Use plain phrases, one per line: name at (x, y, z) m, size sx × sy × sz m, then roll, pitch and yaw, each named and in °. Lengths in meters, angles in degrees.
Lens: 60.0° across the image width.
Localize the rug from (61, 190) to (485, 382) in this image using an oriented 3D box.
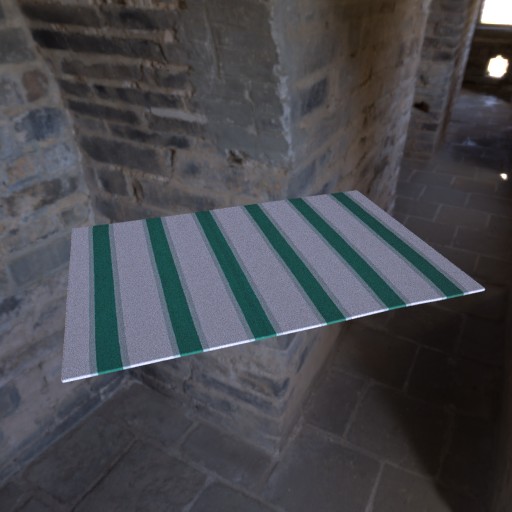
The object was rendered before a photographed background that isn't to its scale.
rug at (0.000, 0.000, 2.293) m, size 1.829 × 0.012 × 1.210 m, roll -9°, pitch 33°, yaw -15°
